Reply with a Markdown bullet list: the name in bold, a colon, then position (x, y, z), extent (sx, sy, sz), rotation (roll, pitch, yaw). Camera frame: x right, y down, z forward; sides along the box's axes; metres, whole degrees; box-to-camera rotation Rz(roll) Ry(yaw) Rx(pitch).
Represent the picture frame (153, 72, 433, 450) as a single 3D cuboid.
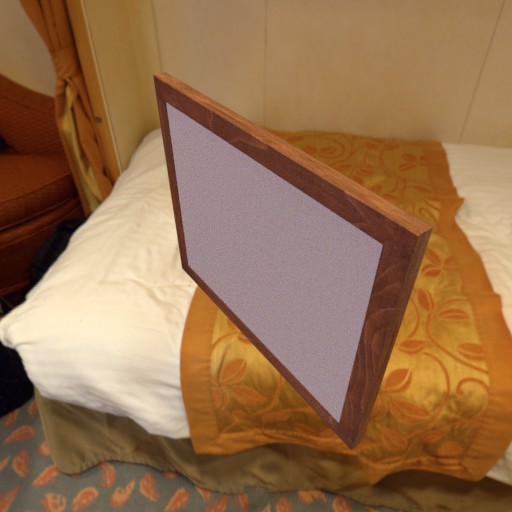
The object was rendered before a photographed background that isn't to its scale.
- **picture frame**: position (0.000, 0.000, 0.759), extent (0.025, 0.457, 0.559), rotation (-27, 48, -27)
